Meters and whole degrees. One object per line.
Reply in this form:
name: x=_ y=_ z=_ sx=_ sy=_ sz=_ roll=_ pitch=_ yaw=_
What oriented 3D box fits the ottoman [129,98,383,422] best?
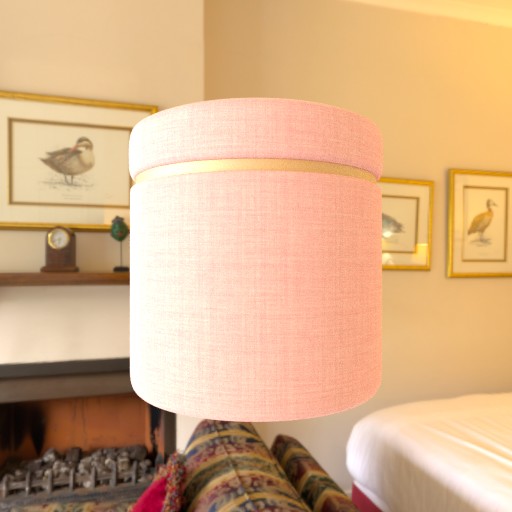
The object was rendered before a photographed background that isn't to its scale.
ottoman: x=0.000 y=0.000 z=0.725 sx=0.400 sy=0.406 sz=0.400 roll=0 pitch=0 yaw=0
